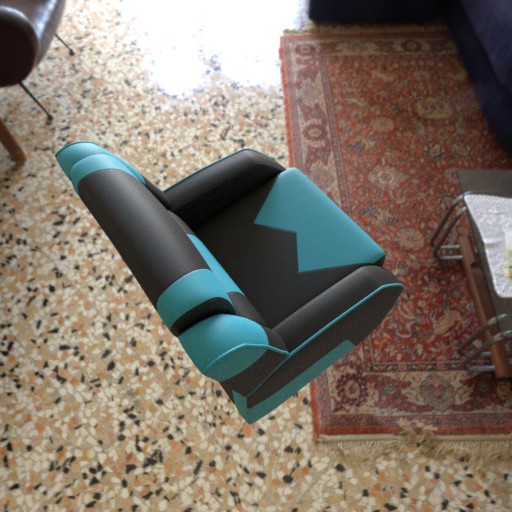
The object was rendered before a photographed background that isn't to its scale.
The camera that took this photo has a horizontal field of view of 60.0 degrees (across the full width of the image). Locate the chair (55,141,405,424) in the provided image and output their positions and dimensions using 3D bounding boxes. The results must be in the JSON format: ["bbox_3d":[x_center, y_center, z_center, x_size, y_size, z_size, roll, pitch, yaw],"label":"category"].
[{"bbox_3d":[0.000,0.000,1.256,0.672,0.805,0.620,-32,64,-18],"label":"chair"}]
